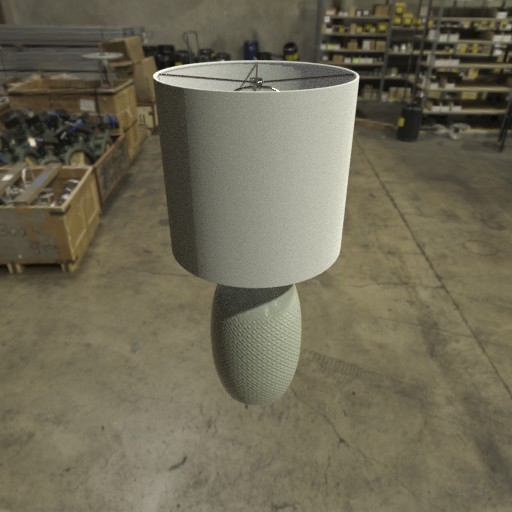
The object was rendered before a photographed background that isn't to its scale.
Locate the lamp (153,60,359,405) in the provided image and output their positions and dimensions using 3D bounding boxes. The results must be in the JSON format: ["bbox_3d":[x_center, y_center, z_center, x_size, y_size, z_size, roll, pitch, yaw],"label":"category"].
[{"bbox_3d":[0.000,0.000,0.588,0.217,0.453,0.217,0,30,1],"label":"lamp"}]
